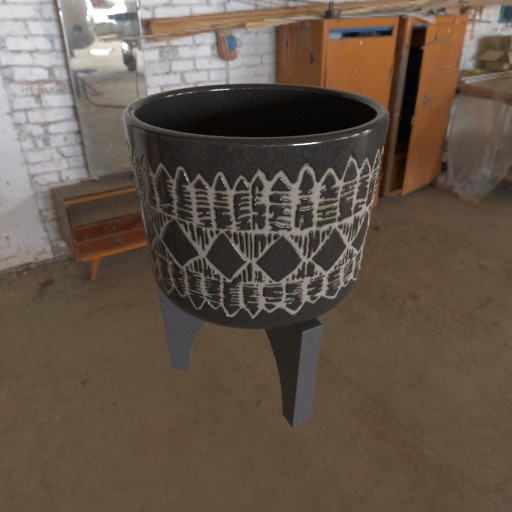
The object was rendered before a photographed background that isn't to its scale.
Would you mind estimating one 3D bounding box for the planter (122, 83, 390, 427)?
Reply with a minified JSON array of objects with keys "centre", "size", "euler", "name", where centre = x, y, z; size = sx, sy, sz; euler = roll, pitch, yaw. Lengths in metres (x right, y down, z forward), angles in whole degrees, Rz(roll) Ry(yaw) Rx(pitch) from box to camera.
[{"centre":[0.000,0.000,0.400],"size":[0.196,0.264,0.196],"euler":[1,30,1],"name":"planter"}]
